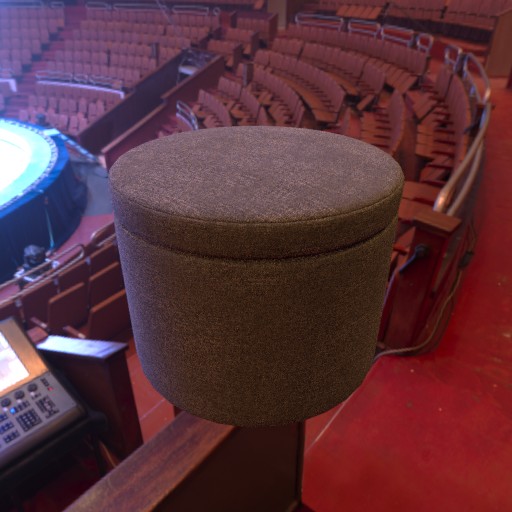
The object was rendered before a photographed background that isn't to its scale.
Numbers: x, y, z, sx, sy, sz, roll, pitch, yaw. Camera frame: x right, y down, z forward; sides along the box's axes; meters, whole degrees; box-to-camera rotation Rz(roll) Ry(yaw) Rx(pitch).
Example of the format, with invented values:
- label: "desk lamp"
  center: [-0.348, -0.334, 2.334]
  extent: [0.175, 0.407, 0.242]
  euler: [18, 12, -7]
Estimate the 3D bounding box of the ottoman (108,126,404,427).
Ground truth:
- label: "ottoman"
  center: [0.000, 0.000, 0.864]
  extent: [0.500, 0.419, 0.500]
  euler: [0, 30, 0]
